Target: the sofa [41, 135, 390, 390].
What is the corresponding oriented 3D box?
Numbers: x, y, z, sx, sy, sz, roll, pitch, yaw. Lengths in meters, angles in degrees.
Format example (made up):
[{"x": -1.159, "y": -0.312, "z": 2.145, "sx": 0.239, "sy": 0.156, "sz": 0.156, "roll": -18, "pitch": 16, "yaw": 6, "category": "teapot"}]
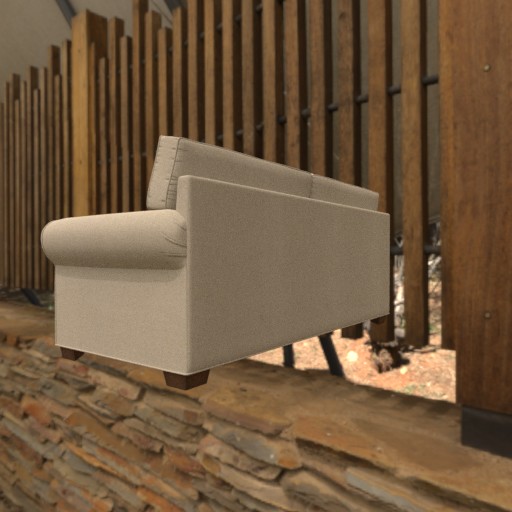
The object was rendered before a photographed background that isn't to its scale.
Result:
[{"x": 0.000, "y": 0.000, "z": 2.628, "sx": 0.901, "sy": 0.962, "sz": 2.146, "roll": 0, "pitch": 1, "yaw": 37, "category": "sofa"}]
